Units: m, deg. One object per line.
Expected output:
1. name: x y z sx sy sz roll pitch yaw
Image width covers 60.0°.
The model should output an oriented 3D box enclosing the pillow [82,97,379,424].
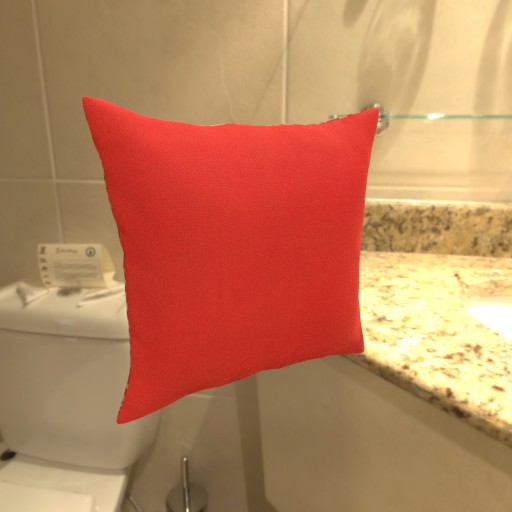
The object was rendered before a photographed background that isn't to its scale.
1. pillow: 0.000 0.000 0.773 0.522 0.507 0.192 -8 17 -26
